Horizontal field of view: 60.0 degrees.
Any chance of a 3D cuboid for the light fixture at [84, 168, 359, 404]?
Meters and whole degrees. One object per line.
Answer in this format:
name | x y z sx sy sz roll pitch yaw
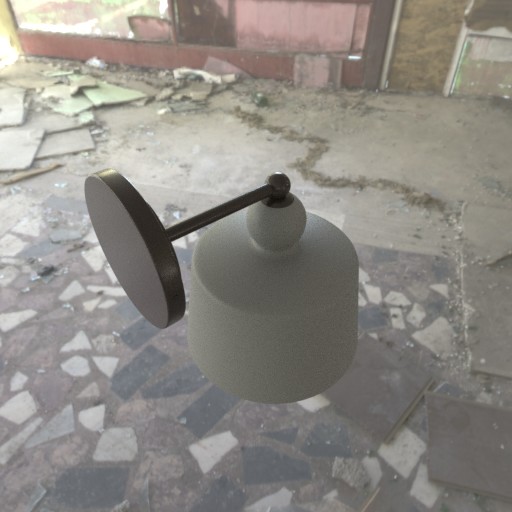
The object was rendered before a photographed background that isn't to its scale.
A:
light fixture | 0.000 0.000 0.438 0.254 0.268 0.204 -28 49 -28
